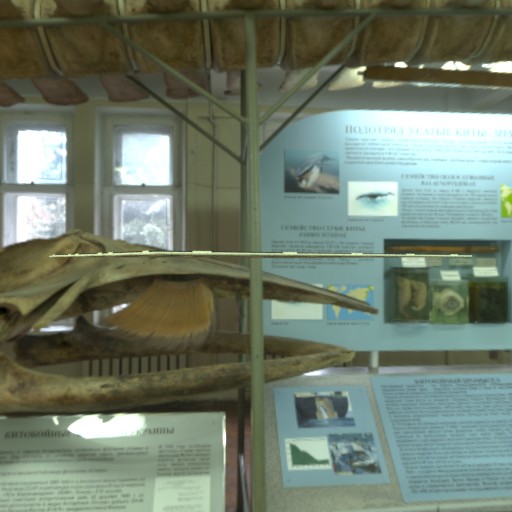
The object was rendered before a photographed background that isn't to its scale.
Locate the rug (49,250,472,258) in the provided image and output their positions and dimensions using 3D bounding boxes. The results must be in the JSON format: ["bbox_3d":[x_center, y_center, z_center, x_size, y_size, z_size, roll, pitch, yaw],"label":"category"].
[{"bbox_3d":[0.000,0.000,4.102,3.049,0.021,2.466,0,-1,-36],"label":"rug"}]
